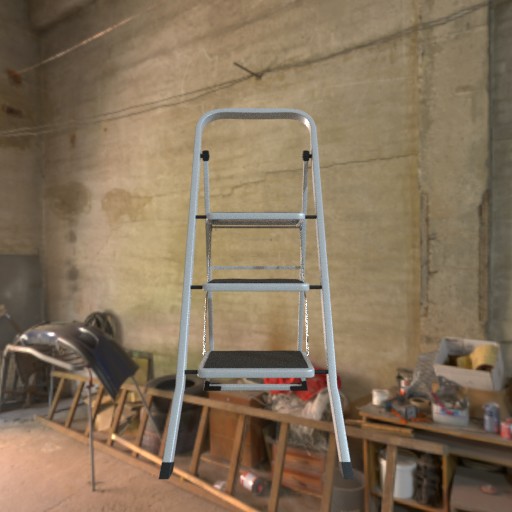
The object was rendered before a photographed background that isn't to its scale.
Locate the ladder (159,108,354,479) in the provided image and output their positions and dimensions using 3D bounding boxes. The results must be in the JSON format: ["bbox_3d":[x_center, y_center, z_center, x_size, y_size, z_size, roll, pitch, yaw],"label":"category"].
[{"bbox_3d":[0.000,0.000,1.396,0.460,1.050,0.711,0,0,0],"label":"ladder"}]
